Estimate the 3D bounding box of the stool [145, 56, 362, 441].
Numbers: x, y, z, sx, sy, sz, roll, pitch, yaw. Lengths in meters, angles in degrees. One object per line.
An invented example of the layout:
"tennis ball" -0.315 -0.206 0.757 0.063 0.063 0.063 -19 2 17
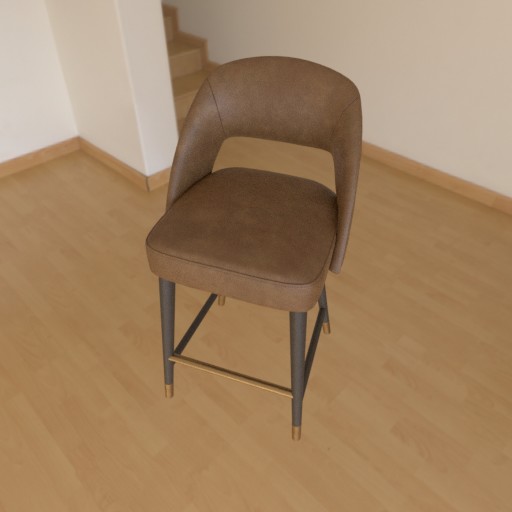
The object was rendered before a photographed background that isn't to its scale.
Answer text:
"stool" 0.000 0.000 1.260 0.494 0.940 0.509 13 43 15
